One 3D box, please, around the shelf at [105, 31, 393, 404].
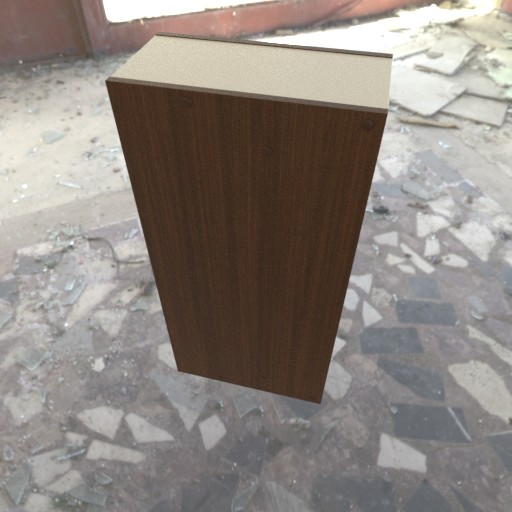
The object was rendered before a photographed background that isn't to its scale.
[{"bbox_3d":[0.000,0.000,0.703,0.290,0.600,0.147,10,47,10],"label":"shelf"}]
